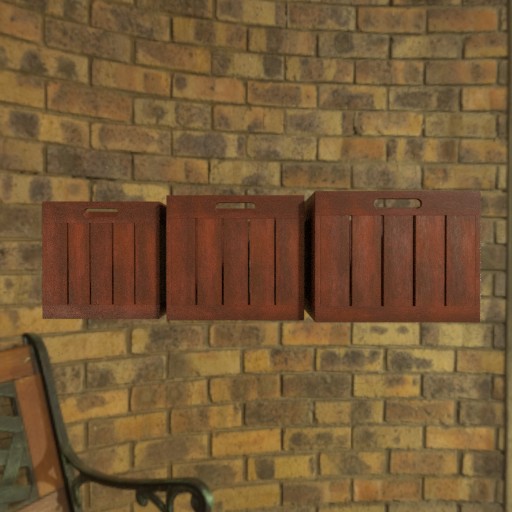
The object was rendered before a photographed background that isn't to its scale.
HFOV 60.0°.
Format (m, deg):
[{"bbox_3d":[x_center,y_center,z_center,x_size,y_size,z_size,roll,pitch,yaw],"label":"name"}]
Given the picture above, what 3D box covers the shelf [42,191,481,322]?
[{"bbox_3d":[0.000,0.000,1.246,1.064,0.311,0.393,0,0,0],"label":"shelf"}]
